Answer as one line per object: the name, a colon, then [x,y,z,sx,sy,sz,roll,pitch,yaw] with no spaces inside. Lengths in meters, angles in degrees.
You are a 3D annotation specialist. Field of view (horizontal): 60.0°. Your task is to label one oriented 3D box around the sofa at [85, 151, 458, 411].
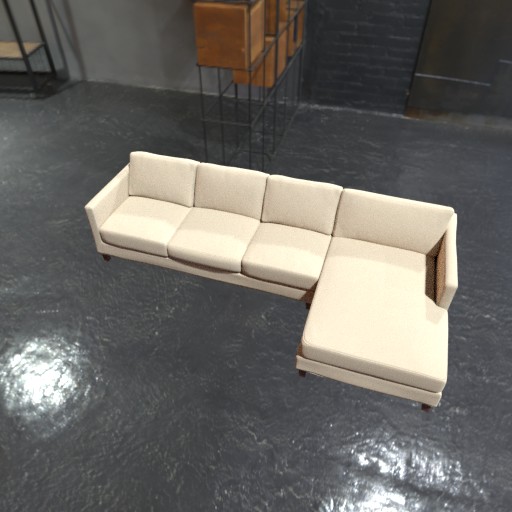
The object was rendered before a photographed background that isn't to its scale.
sofa: [0.000,0.000,3.832,3.186,0.861,1.625,12,44,13]
